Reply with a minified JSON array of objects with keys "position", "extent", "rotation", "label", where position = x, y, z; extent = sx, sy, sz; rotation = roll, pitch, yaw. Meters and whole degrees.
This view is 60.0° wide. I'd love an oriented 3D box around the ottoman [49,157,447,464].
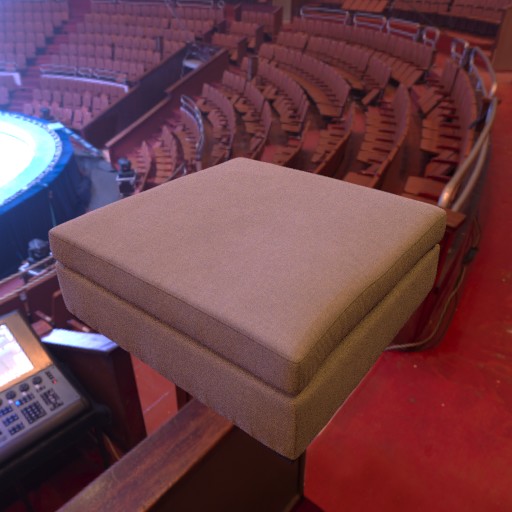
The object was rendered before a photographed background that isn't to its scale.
[{"position":[0.000,0.000,1.839],"extent":[1.203,0.517,1.171],"rotation":[22,37,32],"label":"ottoman"}]
